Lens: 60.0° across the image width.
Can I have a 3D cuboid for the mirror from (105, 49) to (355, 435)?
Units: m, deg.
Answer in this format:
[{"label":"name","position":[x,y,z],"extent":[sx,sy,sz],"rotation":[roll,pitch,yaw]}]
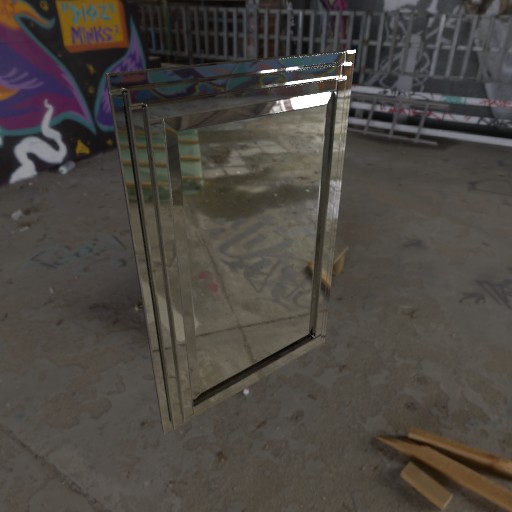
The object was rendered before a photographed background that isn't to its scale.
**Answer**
[{"label":"mirror","position":[0.000,0.000,1.123],"extent":[0.613,0.914,0.039],"rotation":[-21,37,-32]}]
